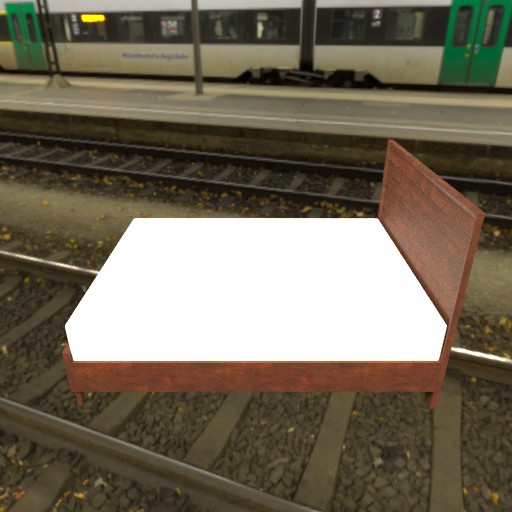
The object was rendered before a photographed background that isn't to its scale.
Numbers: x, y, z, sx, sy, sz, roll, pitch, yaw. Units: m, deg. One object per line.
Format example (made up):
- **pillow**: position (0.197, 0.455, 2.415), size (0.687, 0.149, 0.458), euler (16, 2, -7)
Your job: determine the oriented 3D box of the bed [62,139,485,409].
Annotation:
- **bed**: position (0.000, 0.000, 3.113), size (2.184, 1.270, 1.600), euler (0, 27, 0)
